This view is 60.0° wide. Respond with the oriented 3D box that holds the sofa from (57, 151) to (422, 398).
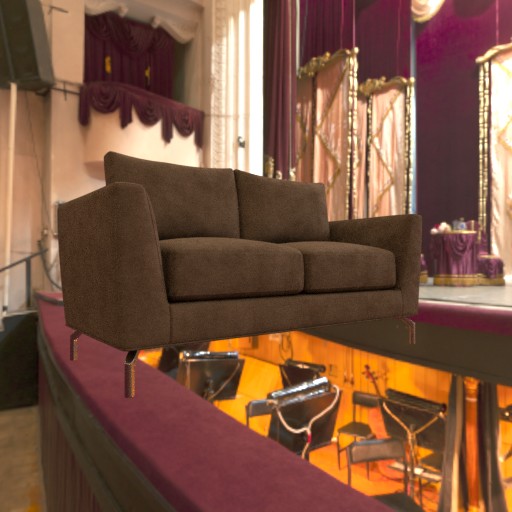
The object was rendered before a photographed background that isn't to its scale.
[{"bbox_3d":[0.000,0.000,2.380,1.832,1.013,0.855,1,-1,-37],"label":"sofa"}]
